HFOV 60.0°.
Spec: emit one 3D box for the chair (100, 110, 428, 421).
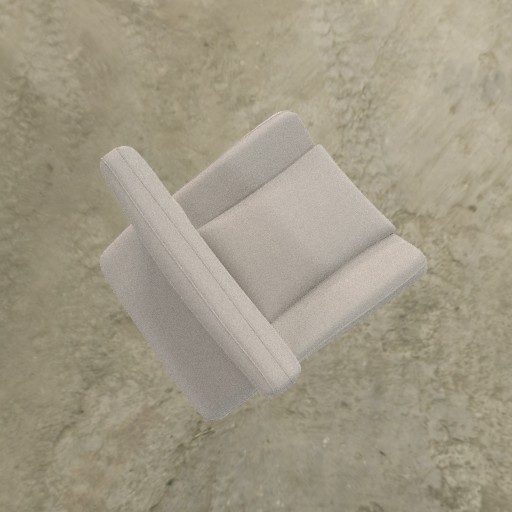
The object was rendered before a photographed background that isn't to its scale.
[{"bbox_3d":[0.000,0.000,1.637,1.008,0.855,0.859,-36,77,-10],"label":"chair"}]
